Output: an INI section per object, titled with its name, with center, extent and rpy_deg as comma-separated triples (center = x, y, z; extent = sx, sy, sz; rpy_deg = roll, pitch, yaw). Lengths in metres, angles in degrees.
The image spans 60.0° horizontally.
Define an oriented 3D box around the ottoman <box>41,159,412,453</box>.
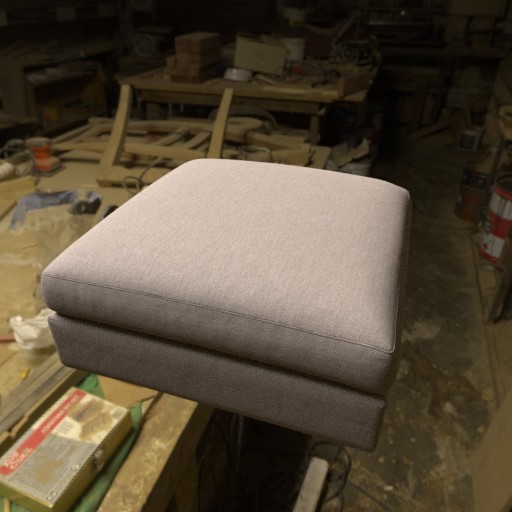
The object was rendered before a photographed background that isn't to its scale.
[ottoman]
center = 0.000, 0.000, 1.612
extent = 1.041, 0.470, 1.041
rpy_deg = 10, 33, 16
